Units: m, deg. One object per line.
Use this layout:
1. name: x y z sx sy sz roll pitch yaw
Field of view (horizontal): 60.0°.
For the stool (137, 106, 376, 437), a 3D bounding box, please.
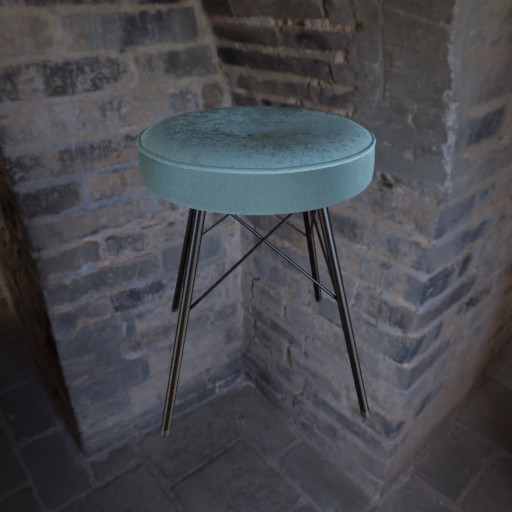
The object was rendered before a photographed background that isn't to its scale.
1. stool: 0.000 0.000 0.887 0.457 0.519 0.458 1 29 2
